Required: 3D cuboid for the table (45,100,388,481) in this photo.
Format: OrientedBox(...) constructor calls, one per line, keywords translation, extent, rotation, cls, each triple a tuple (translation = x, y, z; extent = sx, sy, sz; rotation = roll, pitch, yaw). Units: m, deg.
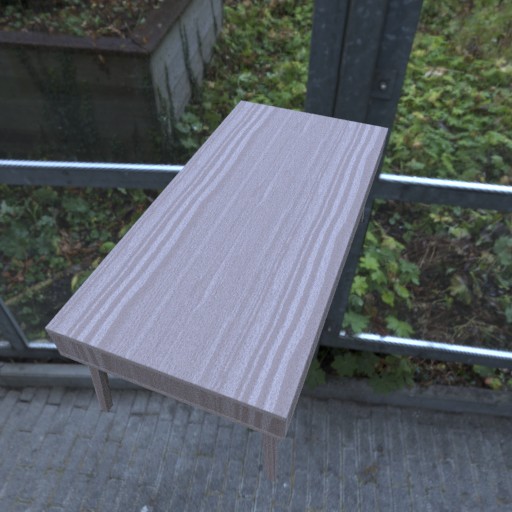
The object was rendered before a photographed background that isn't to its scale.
OrientedBox(translation=(0.000, 0.000, 1.515), extent=(0.600, 0.450, 1.200), rotation=(16, 48, 15), cls="table")
